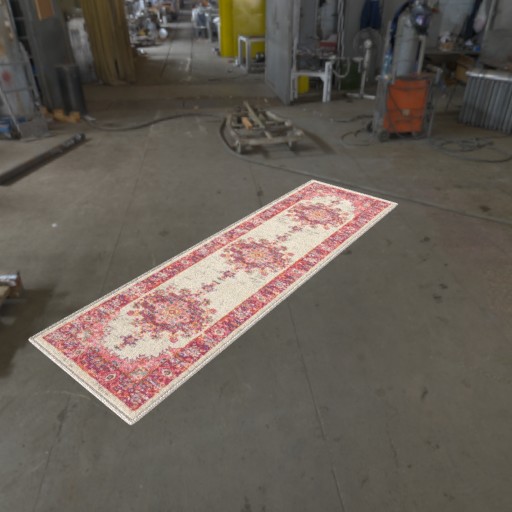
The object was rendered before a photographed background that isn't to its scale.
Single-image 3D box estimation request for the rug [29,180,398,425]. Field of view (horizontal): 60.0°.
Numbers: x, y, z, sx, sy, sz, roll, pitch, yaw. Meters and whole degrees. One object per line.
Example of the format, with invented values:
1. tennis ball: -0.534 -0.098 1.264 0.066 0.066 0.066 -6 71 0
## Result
1. rug: 0.000 0.000 1.982 0.562 0.009 1.824 23 39 32
